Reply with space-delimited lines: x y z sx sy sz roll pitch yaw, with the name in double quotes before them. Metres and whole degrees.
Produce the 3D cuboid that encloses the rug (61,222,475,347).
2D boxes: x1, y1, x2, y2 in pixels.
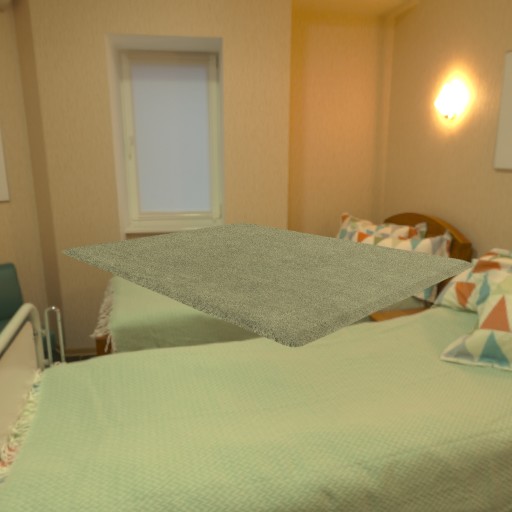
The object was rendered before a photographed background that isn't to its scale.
"rug" 0.000 0.000 3.916 2.332 0.027 2.933 -13 19 -43
